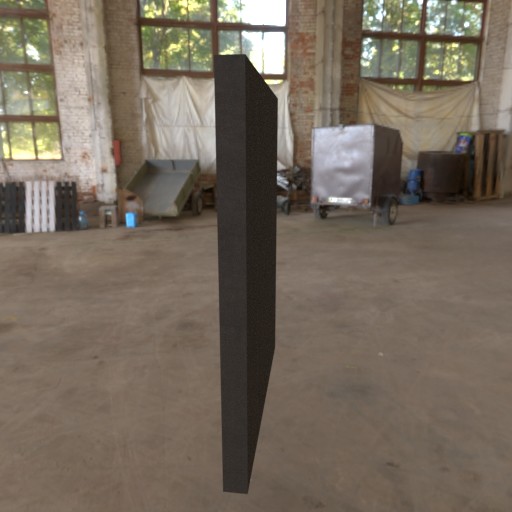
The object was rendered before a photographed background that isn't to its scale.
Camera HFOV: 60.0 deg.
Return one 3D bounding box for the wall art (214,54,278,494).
[{"bbox_3d":[0.000,0.000,0.756,0.034,0.552,0.455,2,14,7],"label":"wall art"}]
